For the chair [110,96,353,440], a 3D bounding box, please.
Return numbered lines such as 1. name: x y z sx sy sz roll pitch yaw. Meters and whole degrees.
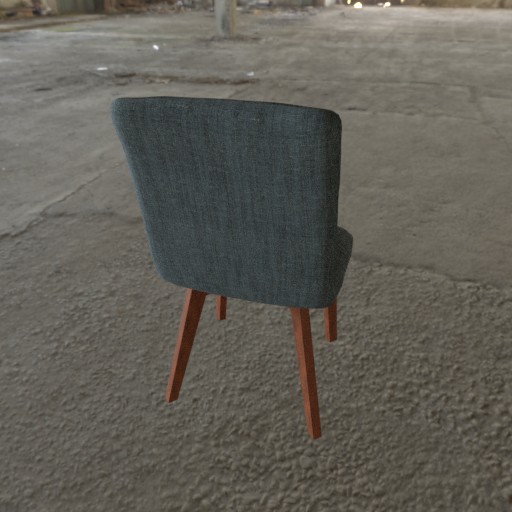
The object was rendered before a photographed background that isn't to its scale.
1. chair: 0.000 0.000 1.280 0.522 0.974 0.563 9 33 14
